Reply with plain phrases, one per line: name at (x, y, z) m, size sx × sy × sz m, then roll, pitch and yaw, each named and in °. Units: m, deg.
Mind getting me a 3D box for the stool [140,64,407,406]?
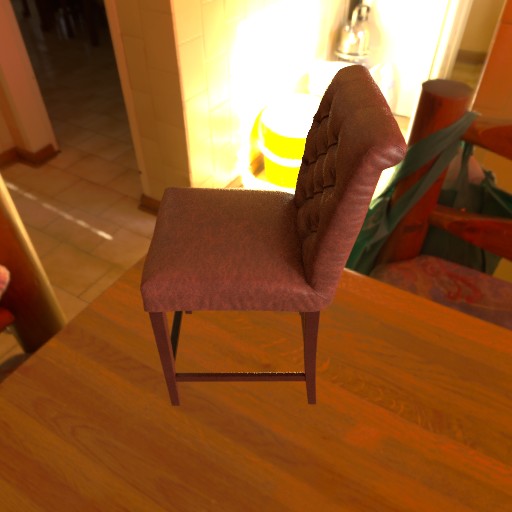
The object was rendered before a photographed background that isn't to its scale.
stool at (0.000, 0.000, 1.452) m, size 0.660 × 1.084 × 0.486 m, roll 0°, pitch 43°, yaw 0°
